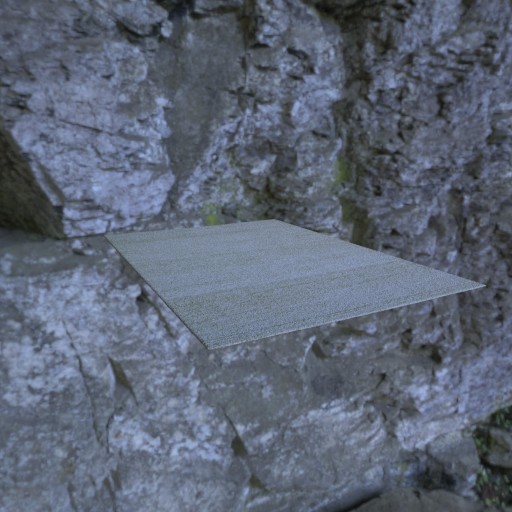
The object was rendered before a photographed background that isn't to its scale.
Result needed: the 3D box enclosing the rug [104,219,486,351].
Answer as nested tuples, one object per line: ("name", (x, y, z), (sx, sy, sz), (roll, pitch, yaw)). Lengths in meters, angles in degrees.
("rug", (0.000, 0.000, 5.182), (2.782, 0.025, 3.935), (-8, 17, -27))
